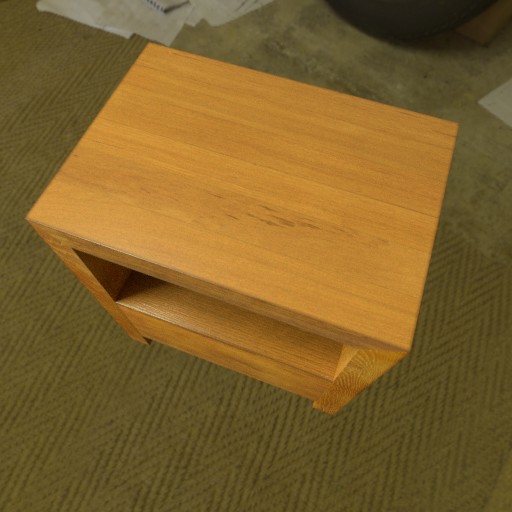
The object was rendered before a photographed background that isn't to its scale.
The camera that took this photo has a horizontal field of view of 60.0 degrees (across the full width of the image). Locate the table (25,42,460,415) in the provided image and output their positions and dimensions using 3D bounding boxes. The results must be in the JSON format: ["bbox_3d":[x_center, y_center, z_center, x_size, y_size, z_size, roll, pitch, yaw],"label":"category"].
[{"bbox_3d":[0.000,0.000,0.937,0.550,0.605,0.400,18,65,9],"label":"table"}]
